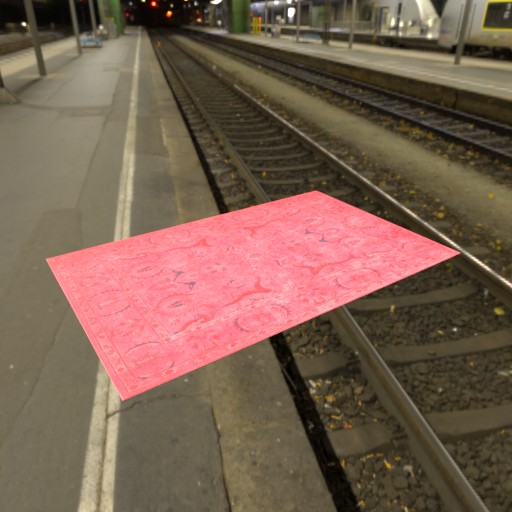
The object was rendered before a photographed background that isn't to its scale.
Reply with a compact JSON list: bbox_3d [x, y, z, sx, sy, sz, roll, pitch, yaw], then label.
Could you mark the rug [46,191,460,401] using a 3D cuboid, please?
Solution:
[{"bbox_3d":[0.000,0.000,3.065,2.423,0.010,1.534,-18,33,-30],"label":"rug"}]
